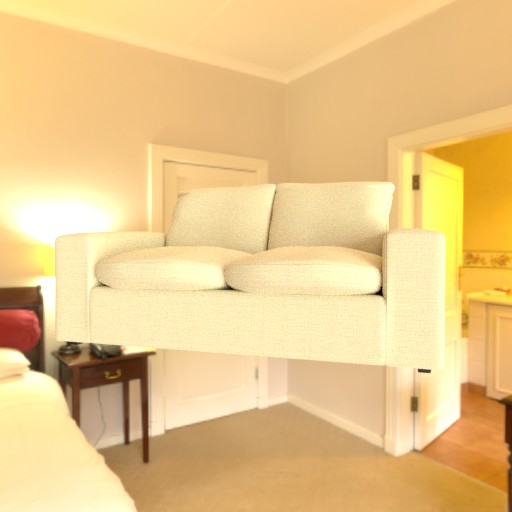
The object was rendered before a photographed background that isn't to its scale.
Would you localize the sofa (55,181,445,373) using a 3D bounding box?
[{"bbox_3d":[0.000,0.000,2.334,1.754,0.875,1.091,0,1,18],"label":"sofa"}]
